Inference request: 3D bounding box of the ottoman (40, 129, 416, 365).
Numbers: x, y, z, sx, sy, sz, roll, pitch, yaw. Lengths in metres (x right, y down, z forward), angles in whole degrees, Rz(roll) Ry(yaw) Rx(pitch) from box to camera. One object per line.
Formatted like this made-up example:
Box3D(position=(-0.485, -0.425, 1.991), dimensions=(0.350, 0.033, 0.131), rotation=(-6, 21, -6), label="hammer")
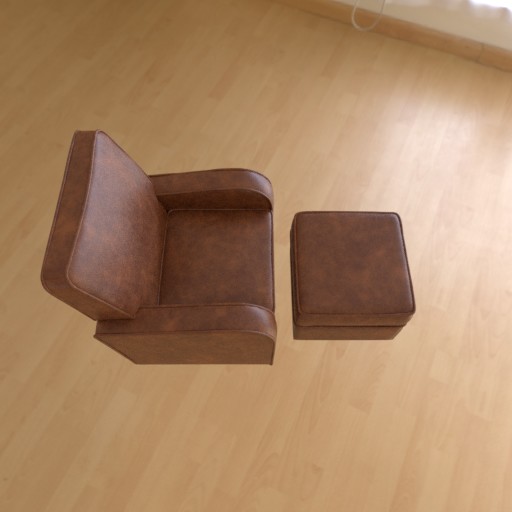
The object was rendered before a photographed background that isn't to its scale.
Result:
Box3D(position=(0.000, 0.000, 1.848), dimensions=(1.314, 0.904, 0.732), rotation=(0, 63, 0), label="ottoman")
